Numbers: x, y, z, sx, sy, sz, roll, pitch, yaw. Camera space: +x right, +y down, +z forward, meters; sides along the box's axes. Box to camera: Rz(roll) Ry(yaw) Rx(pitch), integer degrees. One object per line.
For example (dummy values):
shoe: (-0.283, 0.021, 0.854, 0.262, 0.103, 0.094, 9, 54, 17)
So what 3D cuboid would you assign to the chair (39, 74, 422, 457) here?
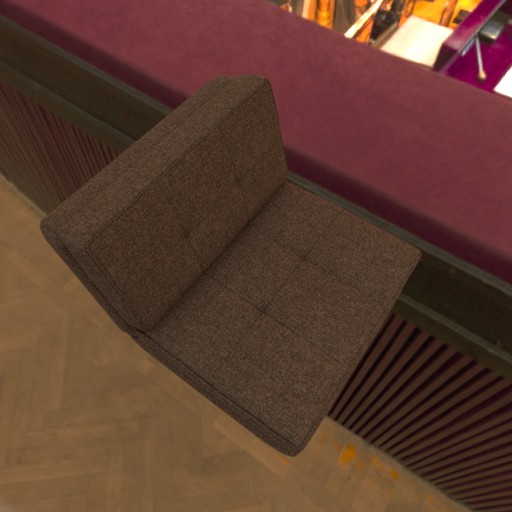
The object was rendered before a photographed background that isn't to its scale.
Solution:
chair: (0.000, 0.000, 1.297, 0.800, 0.615, 0.740, 32, 63, 18)
